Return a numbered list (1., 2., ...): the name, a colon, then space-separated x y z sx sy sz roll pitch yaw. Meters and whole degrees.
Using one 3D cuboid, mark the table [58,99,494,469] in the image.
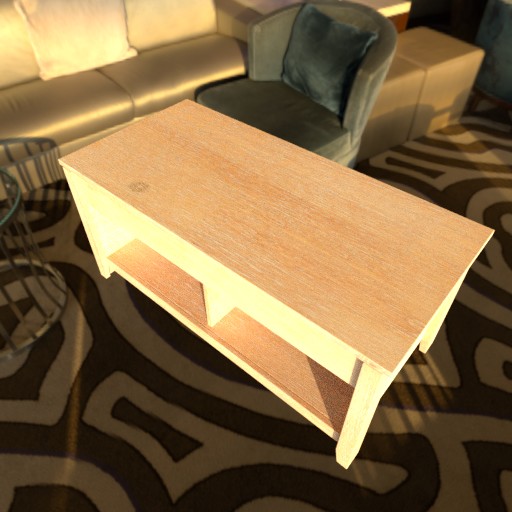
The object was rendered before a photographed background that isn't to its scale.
1. table: 0.000 0.000 1.272 1.016 0.457 0.483 31 53 27
